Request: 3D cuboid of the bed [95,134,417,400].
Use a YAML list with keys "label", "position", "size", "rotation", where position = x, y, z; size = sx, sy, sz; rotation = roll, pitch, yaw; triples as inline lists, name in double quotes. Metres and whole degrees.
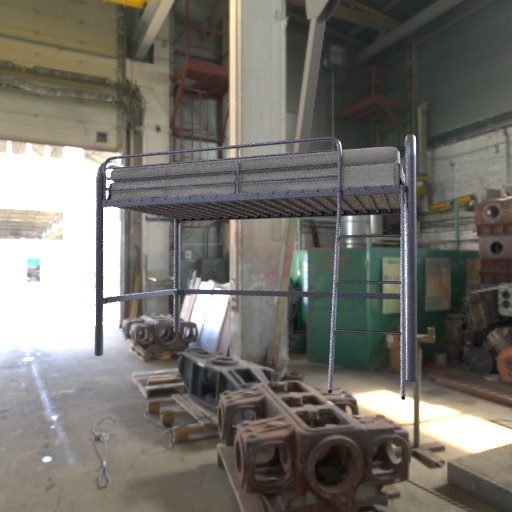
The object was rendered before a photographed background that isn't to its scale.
- label: "bed"
  position: [0.000, 0.000, 2.906]
  size: [1.965, 1.288, 1.415]
  rotation: [0, -1, 19]
